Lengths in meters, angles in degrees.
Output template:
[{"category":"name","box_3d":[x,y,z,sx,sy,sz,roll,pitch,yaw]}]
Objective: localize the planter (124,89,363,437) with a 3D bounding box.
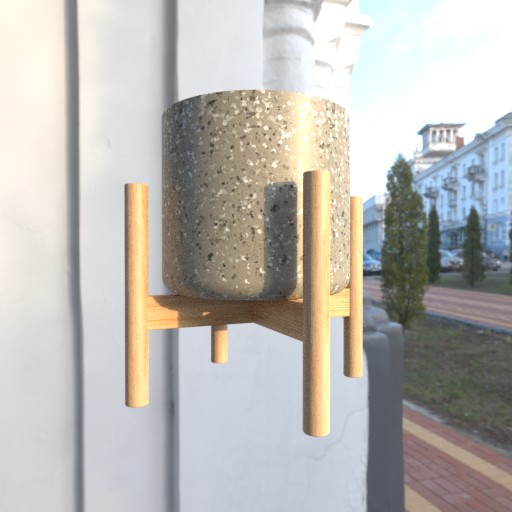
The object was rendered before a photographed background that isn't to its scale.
[{"category":"planter","box_3d":[0.000,0.000,0.535,0.284,0.320,0.284,0,1,-1]}]
